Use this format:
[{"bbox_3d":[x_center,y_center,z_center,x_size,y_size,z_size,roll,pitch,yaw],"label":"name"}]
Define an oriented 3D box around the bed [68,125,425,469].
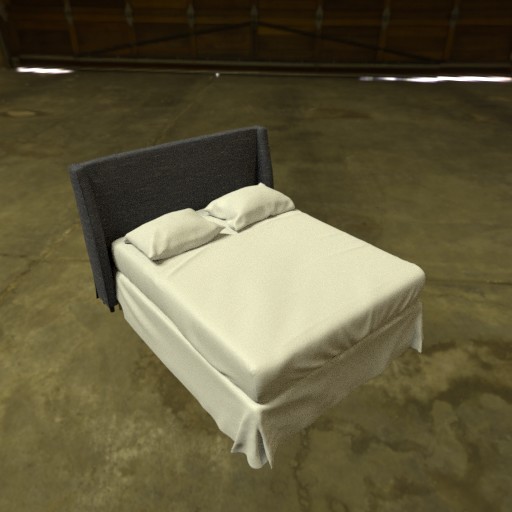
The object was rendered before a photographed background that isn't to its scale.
[{"bbox_3d":[0.000,0.000,3.492,1.925,1.332,2.276,-23,38,-33],"label":"bed"}]
